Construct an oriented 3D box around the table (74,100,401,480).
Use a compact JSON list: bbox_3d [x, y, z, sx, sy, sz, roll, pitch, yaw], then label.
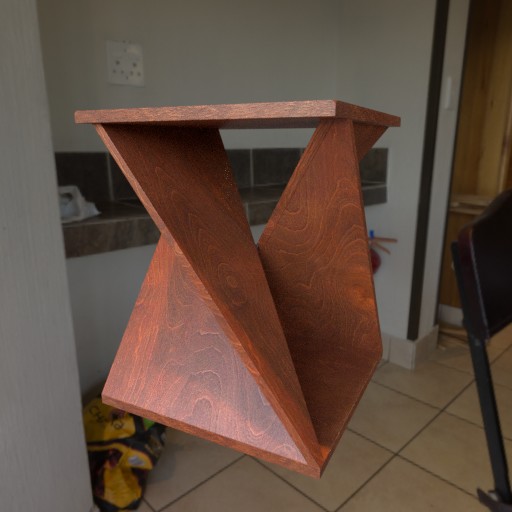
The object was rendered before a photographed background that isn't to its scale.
[{"bbox_3d":[0.000,0.000,0.854,0.427,0.520,0.427,7,16,26],"label":"table"}]
